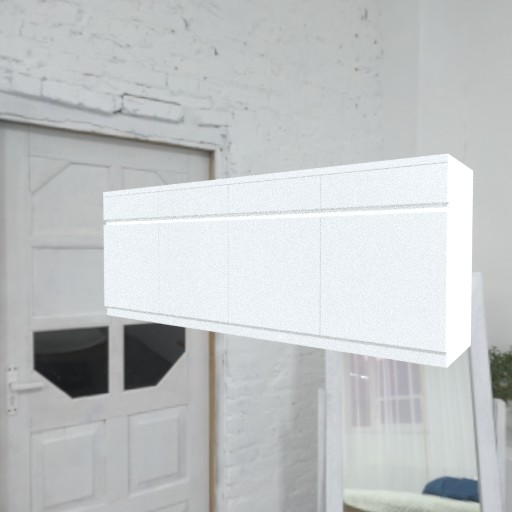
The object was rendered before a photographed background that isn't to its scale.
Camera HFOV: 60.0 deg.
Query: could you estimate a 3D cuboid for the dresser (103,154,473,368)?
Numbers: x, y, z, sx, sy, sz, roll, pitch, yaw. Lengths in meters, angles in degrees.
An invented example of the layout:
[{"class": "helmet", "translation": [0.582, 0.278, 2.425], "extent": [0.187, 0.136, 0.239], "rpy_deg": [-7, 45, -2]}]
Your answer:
[{"class": "dresser", "translation": [0.000, 0.000, 2.574], "extent": [2.200, 0.840, 0.500], "rpy_deg": [1, 2, 36]}]
